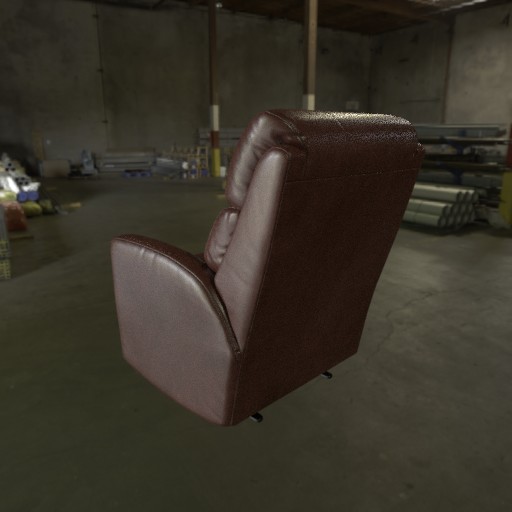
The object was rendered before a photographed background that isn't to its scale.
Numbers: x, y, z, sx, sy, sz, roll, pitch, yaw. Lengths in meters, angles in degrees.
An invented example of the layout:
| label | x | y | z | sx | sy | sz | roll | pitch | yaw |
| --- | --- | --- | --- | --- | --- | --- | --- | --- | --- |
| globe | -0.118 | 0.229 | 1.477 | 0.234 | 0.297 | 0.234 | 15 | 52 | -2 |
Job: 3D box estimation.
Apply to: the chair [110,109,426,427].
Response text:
| label | x | y | z | sx | sy | sz | roll | pitch | yaw |
| --- | --- | --- | --- | --- | --- | --- | --- | --- | --- |
| chair | 0.000 | 0.000 | 1.684 | 0.787 | 1.016 | 0.939 | -15 | 21 | -43 |
